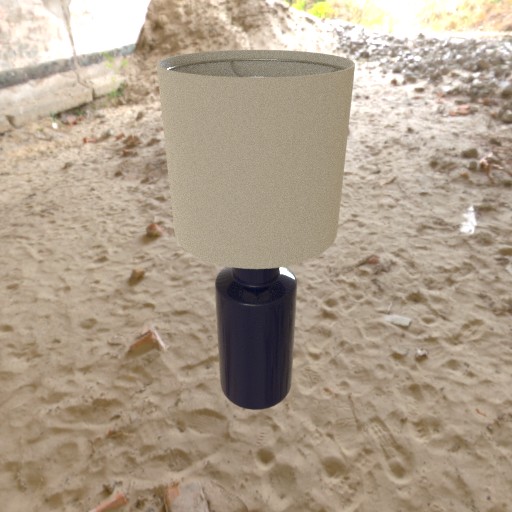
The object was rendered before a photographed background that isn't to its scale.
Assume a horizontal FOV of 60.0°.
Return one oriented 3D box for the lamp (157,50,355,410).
[{"bbox_3d":[0.000,0.000,0.607,0.212,0.493,0.212,-10,32,-16],"label":"lamp"}]
